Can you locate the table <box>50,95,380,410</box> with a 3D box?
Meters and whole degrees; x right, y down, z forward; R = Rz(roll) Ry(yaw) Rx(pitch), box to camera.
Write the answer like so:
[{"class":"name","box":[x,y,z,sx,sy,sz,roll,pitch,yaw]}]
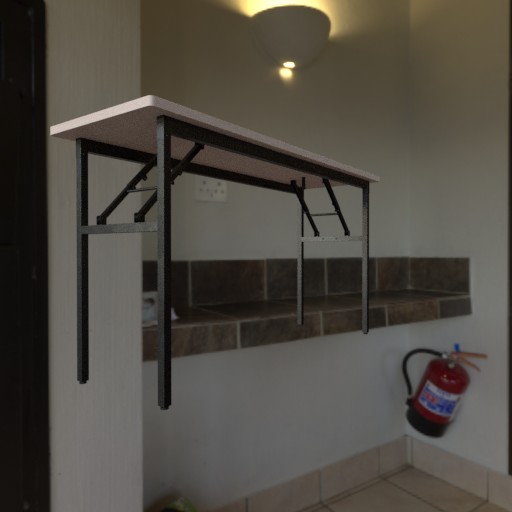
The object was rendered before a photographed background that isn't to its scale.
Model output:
[{"class":"table","box":[0.000,0.000,1.706,0.447,0.750,1.397,0,1,37]}]
